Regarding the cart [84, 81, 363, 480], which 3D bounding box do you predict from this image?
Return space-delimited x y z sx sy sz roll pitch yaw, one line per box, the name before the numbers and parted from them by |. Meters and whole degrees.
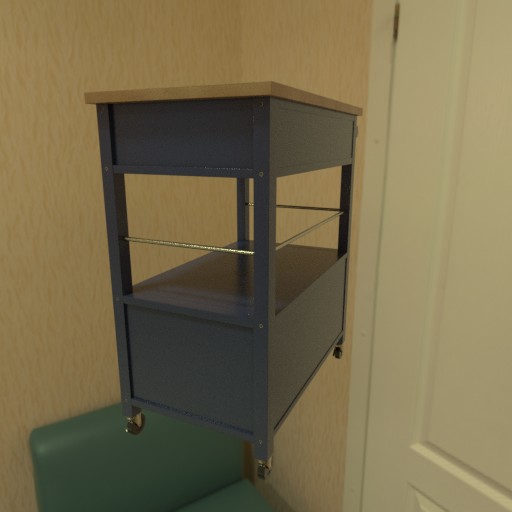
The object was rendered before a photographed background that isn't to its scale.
cart | 0.000 0.000 1.375 0.459 0.901 0.840 7 16 24
